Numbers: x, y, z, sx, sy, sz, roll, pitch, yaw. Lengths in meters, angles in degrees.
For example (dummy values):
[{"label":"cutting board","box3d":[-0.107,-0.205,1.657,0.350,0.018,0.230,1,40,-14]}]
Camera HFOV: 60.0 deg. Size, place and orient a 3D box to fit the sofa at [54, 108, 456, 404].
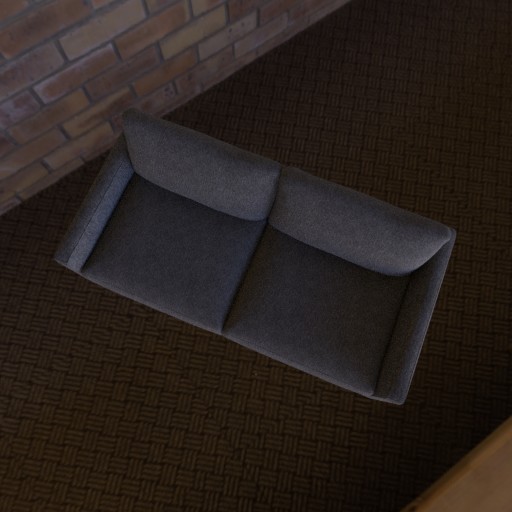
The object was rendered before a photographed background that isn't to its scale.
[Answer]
[{"label":"sofa","box3d":[0.000,0.000,2.231,1.716,0.862,0.866,22,76,6]}]
